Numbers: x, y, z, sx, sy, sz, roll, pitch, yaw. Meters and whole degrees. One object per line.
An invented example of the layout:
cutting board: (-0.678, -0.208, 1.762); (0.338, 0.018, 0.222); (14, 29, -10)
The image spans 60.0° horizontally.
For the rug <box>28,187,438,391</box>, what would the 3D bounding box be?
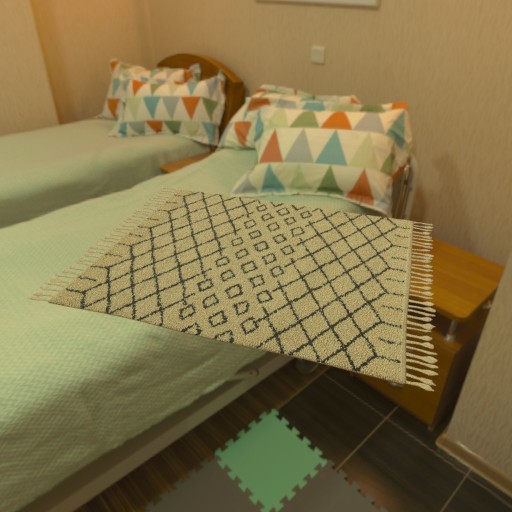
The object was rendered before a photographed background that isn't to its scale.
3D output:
rug: (0.000, 0.000, 4.193); (3.213, 0.030, 2.388); (10, 33, 15)
